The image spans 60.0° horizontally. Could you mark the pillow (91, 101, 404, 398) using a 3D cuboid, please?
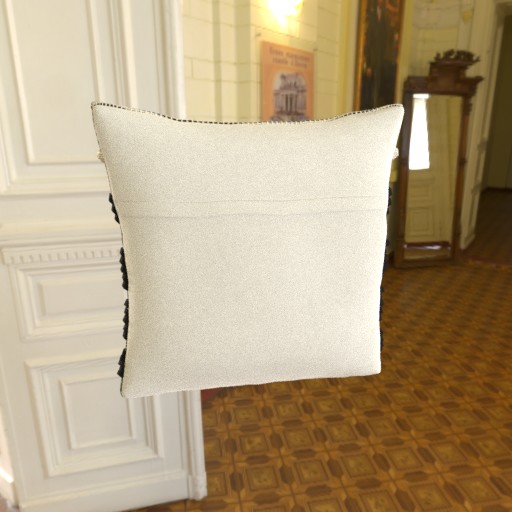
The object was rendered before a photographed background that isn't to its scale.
[{"bbox_3d":[0.000,0.000,0.670,0.436,0.438,0.156,-3,17,-10],"label":"pillow"}]
